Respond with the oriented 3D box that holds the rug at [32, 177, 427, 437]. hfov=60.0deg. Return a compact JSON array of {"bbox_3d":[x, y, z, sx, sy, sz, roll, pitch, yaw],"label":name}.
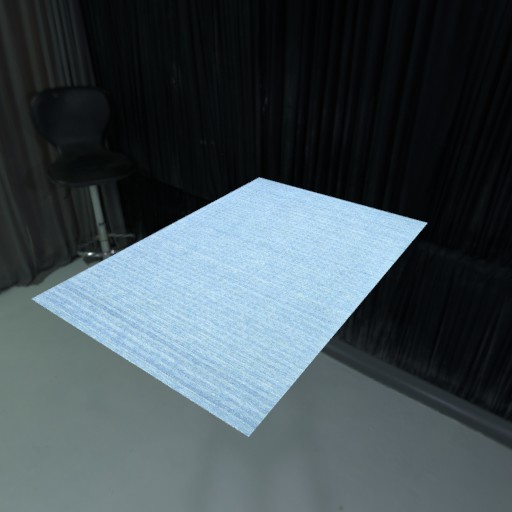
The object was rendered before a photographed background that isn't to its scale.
[{"bbox_3d":[0.000,0.000,3.765,1.982,0.006,2.895,21,37,30],"label":"rug"}]
